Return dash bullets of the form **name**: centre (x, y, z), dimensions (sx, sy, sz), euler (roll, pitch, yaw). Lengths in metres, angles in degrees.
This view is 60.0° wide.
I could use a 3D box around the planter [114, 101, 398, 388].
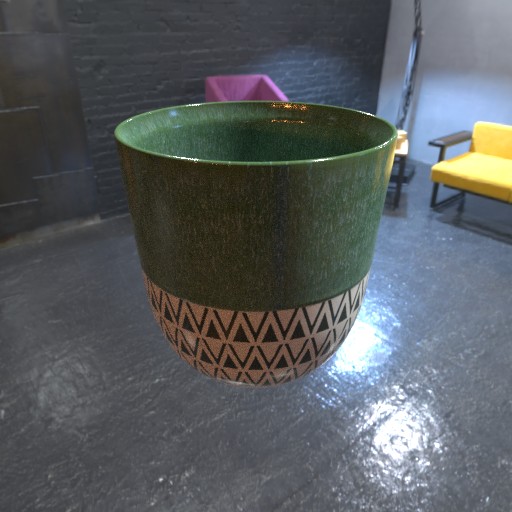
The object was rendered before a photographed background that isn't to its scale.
- **planter**: centre (0.000, 0.000, 0.366), dimensions (0.195, 0.214, 0.195), euler (0, 28, 0)
